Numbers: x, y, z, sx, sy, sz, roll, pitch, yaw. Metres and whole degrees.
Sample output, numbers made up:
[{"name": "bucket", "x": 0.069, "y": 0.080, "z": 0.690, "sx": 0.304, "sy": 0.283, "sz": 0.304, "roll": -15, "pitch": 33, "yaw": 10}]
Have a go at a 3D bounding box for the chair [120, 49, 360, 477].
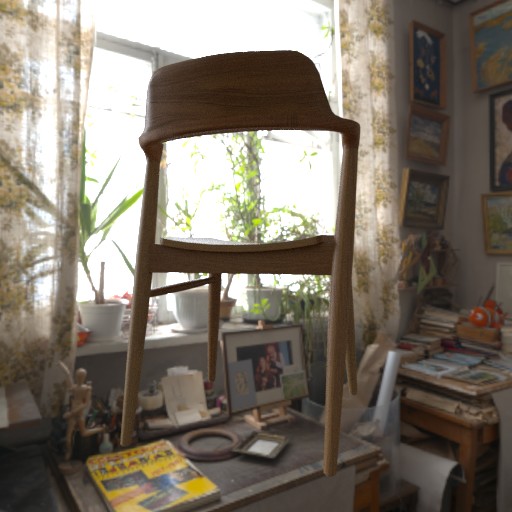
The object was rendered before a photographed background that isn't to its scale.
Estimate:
[{"name": "chair", "x": 0.000, "y": 0.000, "z": 1.094, "sx": 0.512, "sy": 0.792, "sz": 0.499, "roll": 0, "pitch": 1, "yaw": 17}]
